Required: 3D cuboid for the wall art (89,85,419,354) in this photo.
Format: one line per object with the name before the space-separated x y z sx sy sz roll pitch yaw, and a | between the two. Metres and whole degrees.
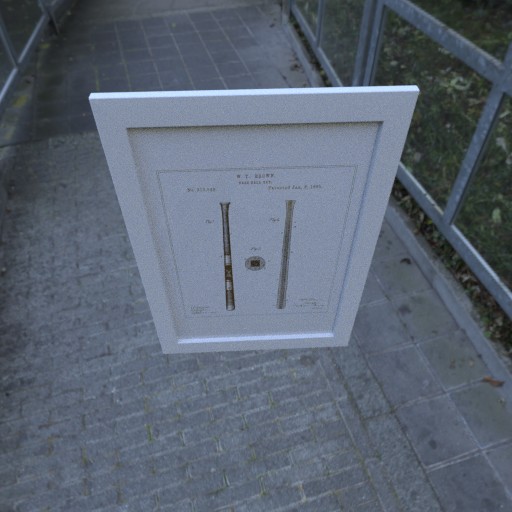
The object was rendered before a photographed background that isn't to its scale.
wall art | 0.000 0.000 0.619 0.329 0.482 0.011 -2 47 -2
